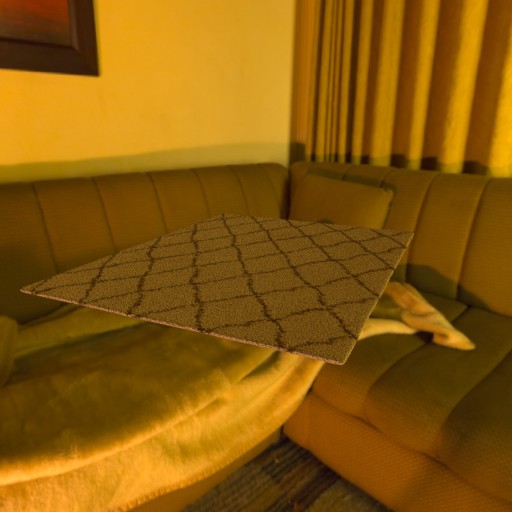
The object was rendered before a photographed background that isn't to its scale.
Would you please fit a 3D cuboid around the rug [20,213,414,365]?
[{"bbox_3d":[0.000,0.000,4.087,2.438,0.029,3.047,8,19,24],"label":"rug"}]
